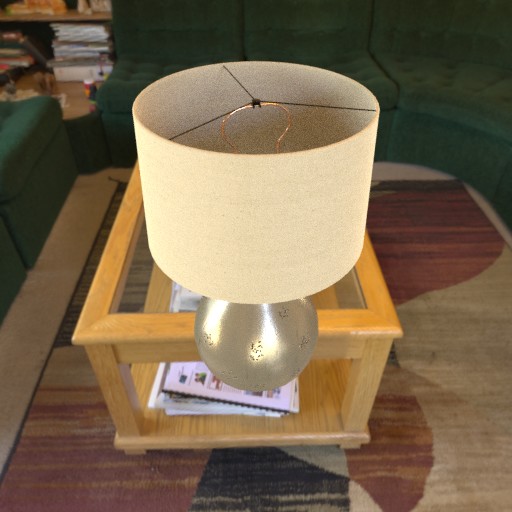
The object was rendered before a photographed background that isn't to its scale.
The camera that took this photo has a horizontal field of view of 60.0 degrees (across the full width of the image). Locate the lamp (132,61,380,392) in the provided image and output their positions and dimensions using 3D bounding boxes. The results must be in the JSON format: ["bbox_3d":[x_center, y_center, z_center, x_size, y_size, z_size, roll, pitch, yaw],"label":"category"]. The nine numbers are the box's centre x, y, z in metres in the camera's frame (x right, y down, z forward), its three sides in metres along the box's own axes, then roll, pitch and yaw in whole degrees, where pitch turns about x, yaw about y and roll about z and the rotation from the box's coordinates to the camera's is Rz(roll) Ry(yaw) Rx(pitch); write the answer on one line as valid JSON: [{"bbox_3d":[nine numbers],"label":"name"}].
[{"bbox_3d":[0.000,0.000,0.729,0.330,0.521,0.330,0,40,0],"label":"lamp"}]
